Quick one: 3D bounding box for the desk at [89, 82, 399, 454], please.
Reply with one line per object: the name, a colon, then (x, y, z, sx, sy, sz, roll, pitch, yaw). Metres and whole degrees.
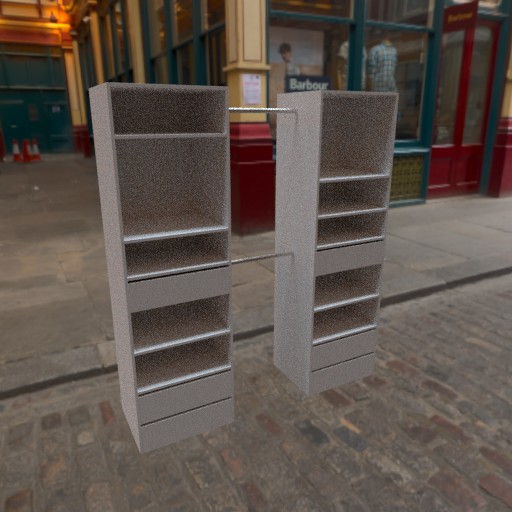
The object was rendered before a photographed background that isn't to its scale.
desk: (0.000, 0.000, 2.862, 1.770, 2.000, 0.480, -9, 19, -27)
